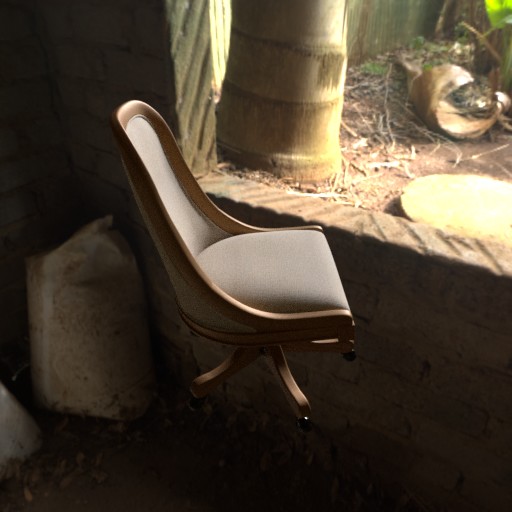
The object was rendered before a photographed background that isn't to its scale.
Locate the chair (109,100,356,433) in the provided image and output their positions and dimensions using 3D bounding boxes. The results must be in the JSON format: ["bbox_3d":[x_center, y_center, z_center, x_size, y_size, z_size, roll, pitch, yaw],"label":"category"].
[{"bbox_3d":[0.000,0.000,1.529,0.811,1.009,0.702,-1,32,-2],"label":"chair"}]
